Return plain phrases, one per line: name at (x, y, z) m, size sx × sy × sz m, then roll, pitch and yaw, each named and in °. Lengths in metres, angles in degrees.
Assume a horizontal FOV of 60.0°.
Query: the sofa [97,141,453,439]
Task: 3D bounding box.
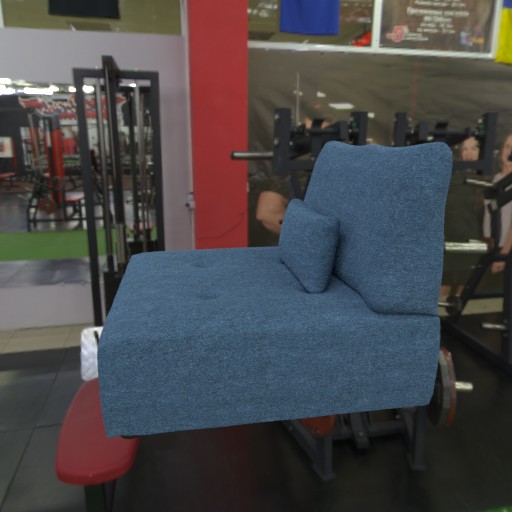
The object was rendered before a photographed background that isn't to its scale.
sofa at (0.000, 0.000, 1.639) m, size 1.000 × 0.820 × 0.930 m, roll -2°, pitch 15°, yaw -9°
